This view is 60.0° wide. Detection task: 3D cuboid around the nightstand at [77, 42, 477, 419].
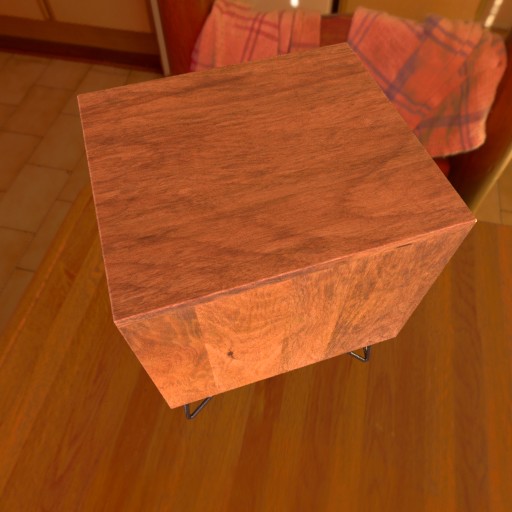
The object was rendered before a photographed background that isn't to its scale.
[{"bbox_3d":[0.000,0.000,0.859,0.457,0.559,0.406,-15,59,-9],"label":"nightstand"}]
